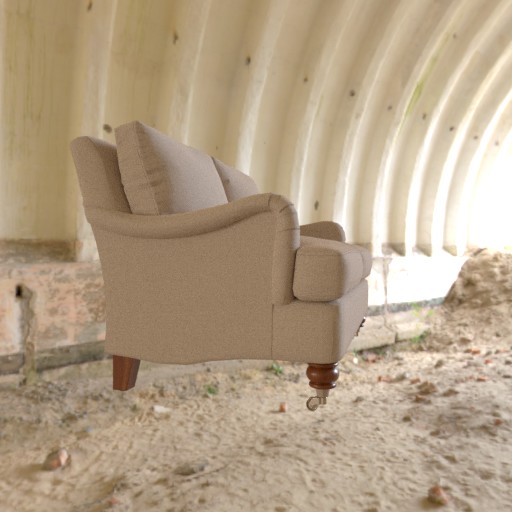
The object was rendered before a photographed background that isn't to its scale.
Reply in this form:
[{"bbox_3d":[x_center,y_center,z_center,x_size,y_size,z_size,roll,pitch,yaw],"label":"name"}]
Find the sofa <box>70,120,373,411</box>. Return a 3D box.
[{"bbox_3d":[0.000,0.000,2.240,1.087,1.048,1.508,0,0,18],"label":"sofa"}]
